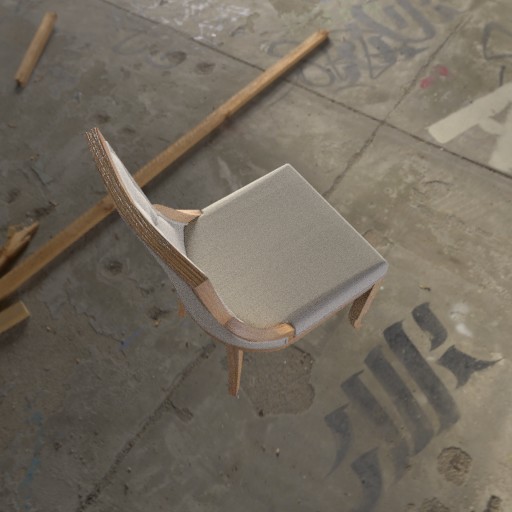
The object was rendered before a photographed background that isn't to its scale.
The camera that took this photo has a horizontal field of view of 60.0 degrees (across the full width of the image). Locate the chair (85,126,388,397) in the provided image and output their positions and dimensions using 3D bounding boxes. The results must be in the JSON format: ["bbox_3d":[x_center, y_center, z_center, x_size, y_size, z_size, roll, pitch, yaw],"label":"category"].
[{"bbox_3d":[0.000,0.000,1.336,0.641,0.947,0.524,-31,63,-18],"label":"chair"}]
